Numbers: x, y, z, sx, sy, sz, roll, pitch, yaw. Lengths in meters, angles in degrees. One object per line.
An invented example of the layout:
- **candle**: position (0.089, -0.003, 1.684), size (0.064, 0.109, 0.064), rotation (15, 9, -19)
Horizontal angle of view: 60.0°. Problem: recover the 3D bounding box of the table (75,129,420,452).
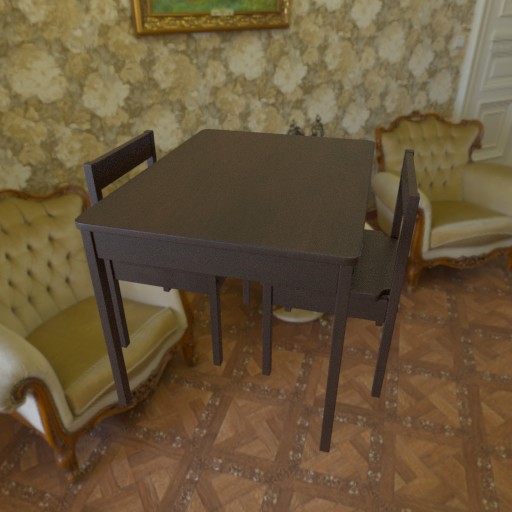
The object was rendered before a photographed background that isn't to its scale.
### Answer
- **table**: position (0.000, 0.000, 1.092), size (0.672, 0.503, 0.650), rotation (8, 31, 13)
